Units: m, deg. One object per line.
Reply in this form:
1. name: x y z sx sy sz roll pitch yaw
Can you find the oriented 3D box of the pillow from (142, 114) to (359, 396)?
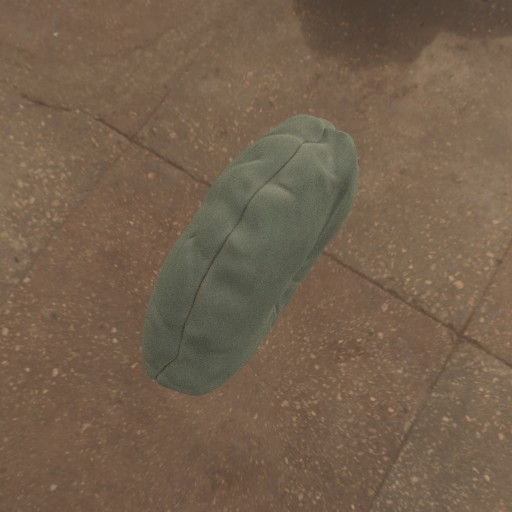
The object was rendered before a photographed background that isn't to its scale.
1. pillow: 0.000 0.000 0.626 0.148 0.407 0.428 34 78 9
